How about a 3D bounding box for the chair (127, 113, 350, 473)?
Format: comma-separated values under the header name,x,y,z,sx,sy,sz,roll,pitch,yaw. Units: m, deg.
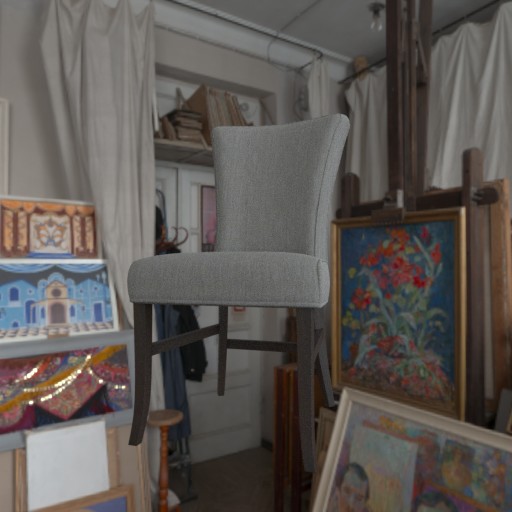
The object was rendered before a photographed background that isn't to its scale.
name,x,y,z,sx,sy,sz,roll,pitch,yaw
chair,0.000,0.000,1.373,0.520,0.991,0.660,-1,-2,19
